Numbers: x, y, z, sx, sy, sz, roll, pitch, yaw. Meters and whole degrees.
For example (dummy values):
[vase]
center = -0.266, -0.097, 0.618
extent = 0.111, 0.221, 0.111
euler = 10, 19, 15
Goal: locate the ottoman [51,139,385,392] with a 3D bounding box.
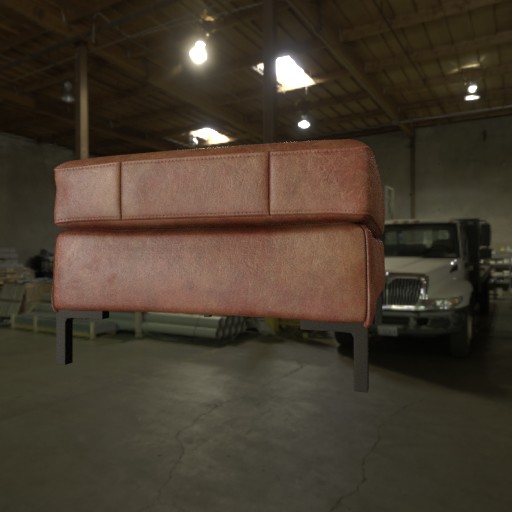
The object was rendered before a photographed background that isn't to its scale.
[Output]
[ottoman]
center = 0.000, 0.000, 1.765
extent = 0.965, 0.667, 1.186
euler = 0, 0, 18
